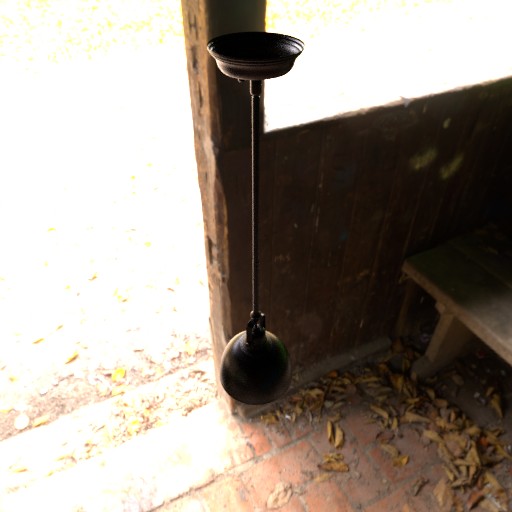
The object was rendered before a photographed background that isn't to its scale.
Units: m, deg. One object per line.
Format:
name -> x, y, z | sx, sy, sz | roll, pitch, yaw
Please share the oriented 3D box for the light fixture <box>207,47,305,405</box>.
light fixture -> 0.000, 0.000, 0.862 | 0.182, 0.768, 0.182 | 24, 46, 25
